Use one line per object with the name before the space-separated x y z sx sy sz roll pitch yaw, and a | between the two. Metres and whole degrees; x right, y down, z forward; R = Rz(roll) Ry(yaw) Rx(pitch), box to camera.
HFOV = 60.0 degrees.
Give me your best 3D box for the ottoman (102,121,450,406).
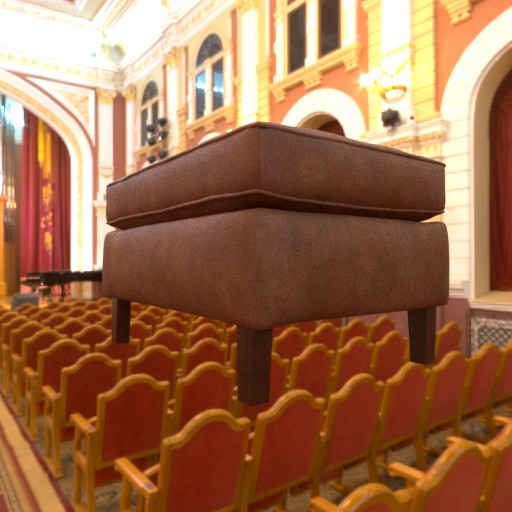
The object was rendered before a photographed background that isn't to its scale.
ottoman | 0.000 0.000 0.967 0.501 0.418 0.665 0 0 -36
